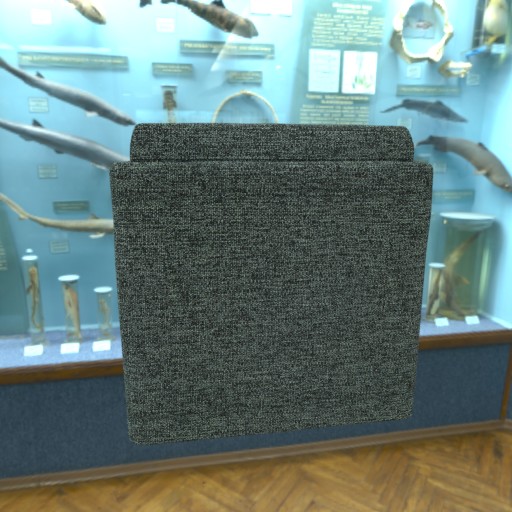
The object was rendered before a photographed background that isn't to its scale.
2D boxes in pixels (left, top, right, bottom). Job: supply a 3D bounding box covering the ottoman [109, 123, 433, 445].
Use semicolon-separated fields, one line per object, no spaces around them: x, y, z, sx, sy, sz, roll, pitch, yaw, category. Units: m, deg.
0.000;0.000;0.828;0.450;0.463;0.450;-2;13;-9;ottoman
